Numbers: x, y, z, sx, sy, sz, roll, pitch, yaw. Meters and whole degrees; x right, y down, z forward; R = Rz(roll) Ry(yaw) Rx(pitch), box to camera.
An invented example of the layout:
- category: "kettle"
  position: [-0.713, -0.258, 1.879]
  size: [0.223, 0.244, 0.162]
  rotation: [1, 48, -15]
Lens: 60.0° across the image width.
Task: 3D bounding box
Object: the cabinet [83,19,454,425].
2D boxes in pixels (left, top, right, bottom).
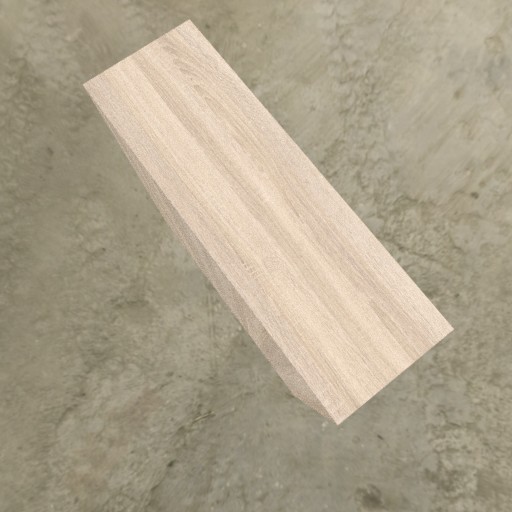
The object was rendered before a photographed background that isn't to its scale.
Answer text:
- category: "cabinet"
  position: [0.000, 0.000, 2.926]
  size: [0.620, 2.060, 1.870]
  rotation: [-36, 78, -9]
